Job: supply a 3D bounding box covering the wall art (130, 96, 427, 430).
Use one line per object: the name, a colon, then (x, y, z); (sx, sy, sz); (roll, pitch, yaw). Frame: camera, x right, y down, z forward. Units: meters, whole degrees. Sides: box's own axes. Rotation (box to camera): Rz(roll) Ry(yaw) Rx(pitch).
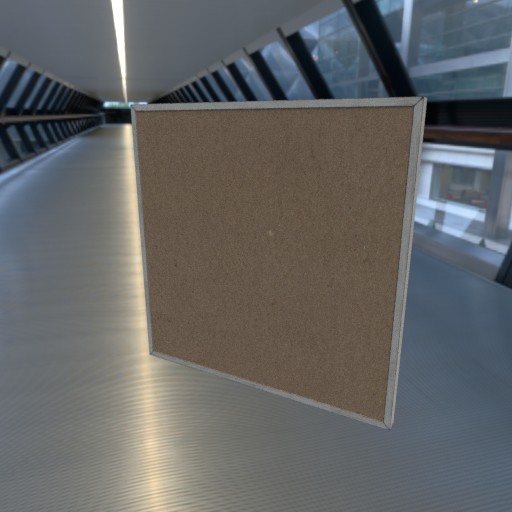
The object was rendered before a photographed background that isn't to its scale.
wall art: (0.000, 0.000, 1.157); (0.762, 0.762, 0.038); (9, 19, 28)
